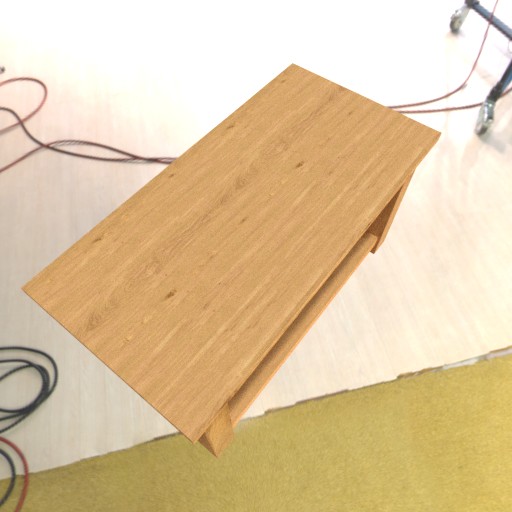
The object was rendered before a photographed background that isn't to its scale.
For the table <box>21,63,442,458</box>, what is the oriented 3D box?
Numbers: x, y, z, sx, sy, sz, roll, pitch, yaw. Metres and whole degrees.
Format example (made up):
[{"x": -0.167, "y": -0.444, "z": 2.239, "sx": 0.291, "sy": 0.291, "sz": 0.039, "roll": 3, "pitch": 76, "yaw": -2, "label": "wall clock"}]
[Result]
[{"x": 0.000, "y": 0.000, "z": 1.161, "sx": 0.450, "sy": 0.452, "sz": 0.899, "roll": 34, "pitch": 64, "yaw": 19, "label": "table"}]
